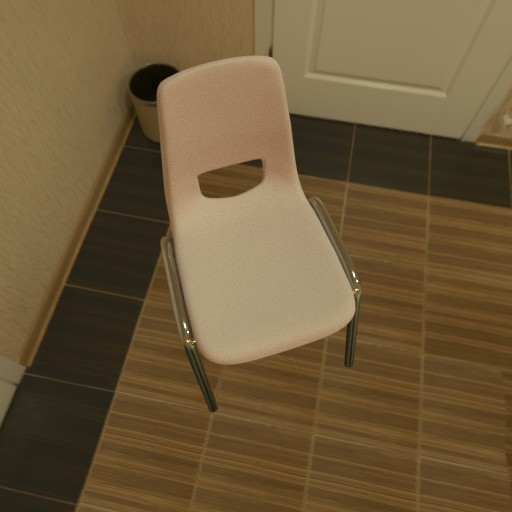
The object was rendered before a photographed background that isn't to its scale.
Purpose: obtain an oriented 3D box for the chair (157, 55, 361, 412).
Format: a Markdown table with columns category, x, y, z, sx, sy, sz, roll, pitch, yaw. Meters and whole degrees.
| category | x | y | z | sx | sy | sz | roll | pitch | yaw |
| --- | --- | --- | --- | --- | --- | --- | --- | --- | --- |
| chair | 0.000 | 0.000 | 0.851 | 0.354 | 0.586 | 0.423 | -16 | 65 | -8 |
